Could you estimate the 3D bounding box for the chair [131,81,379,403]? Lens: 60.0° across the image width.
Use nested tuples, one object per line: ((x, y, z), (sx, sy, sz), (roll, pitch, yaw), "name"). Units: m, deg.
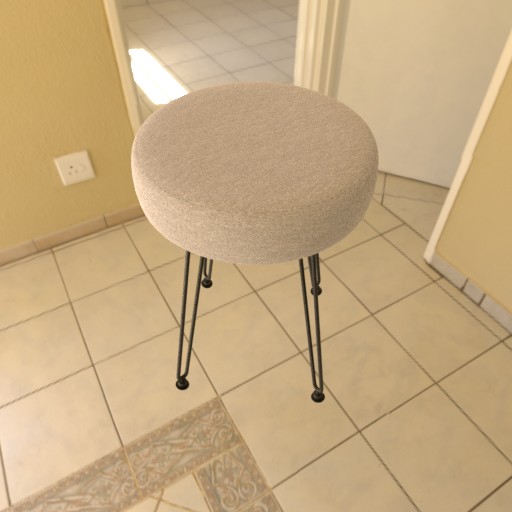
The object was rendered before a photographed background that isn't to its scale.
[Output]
((0.000, 0.000, 0.683), (0.350, 0.440, 0.350), (-31, 54, -26), "chair")
